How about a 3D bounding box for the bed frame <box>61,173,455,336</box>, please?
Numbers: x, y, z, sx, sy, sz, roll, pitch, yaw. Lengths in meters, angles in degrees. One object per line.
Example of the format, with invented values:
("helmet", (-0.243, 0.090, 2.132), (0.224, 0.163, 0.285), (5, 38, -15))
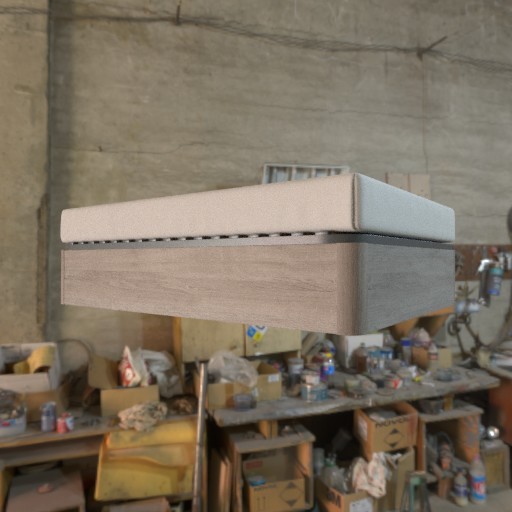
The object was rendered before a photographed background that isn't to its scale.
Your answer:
("bed frame", (0.000, 0.000, 2.604), (1.900, 0.561, 1.400), (0, -1, 37))
